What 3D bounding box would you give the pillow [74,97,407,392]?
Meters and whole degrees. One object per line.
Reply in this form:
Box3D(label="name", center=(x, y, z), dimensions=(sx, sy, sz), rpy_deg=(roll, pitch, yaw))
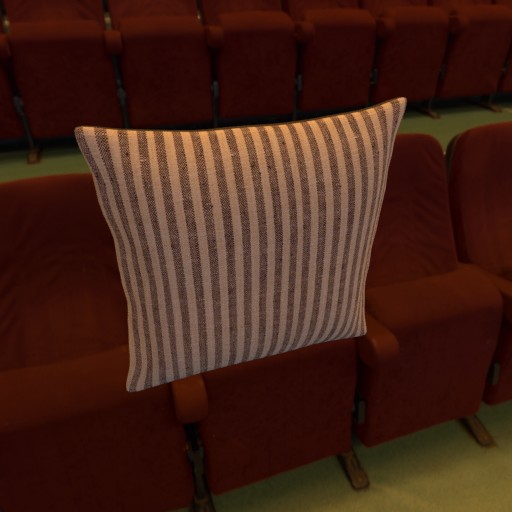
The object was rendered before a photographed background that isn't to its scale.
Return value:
Box3D(label="pillow", center=(0.000, 0.000, 0.788), dimensions=(0.523, 0.506, 0.166), rpy_deg=(-10, 34, -16))
